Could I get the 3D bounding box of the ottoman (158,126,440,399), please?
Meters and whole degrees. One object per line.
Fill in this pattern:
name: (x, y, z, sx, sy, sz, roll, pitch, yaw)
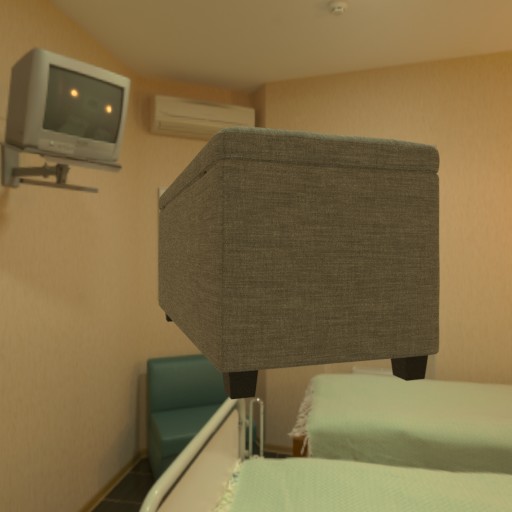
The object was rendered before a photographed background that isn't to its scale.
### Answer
ottoman: (0.000, 0.000, 1.129, 0.419, 0.432, 0.902, 0, 0, -18)
